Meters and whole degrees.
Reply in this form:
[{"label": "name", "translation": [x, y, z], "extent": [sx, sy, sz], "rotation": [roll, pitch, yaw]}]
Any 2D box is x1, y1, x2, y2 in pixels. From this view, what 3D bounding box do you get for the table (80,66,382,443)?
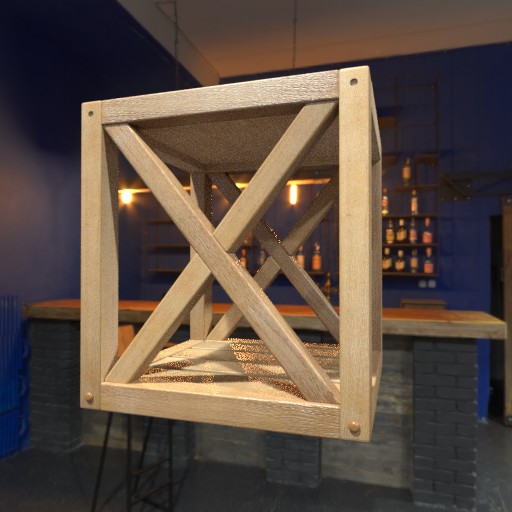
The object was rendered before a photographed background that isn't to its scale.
[{"label": "table", "translation": [0.000, 0.000, 1.056], "extent": [0.559, 0.610, 0.558], "rotation": [0, -1, 18]}]
